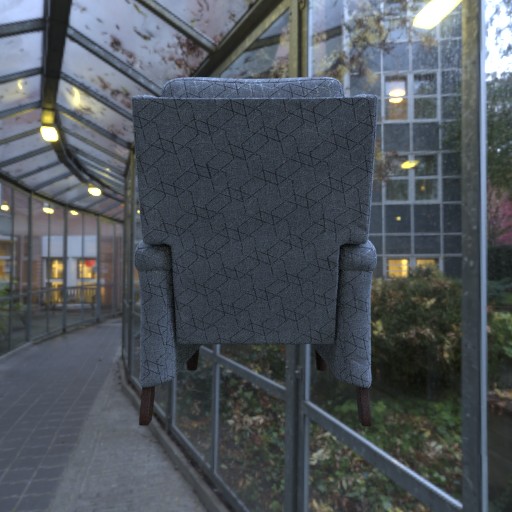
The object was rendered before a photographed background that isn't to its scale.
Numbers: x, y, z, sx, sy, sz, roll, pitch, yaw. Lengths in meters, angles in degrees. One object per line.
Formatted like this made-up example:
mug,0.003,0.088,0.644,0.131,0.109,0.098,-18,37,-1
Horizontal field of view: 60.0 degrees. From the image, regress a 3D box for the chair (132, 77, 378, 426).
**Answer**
chair,0.000,0.000,1.683,0.753,1.048,0.987,0,-2,0
